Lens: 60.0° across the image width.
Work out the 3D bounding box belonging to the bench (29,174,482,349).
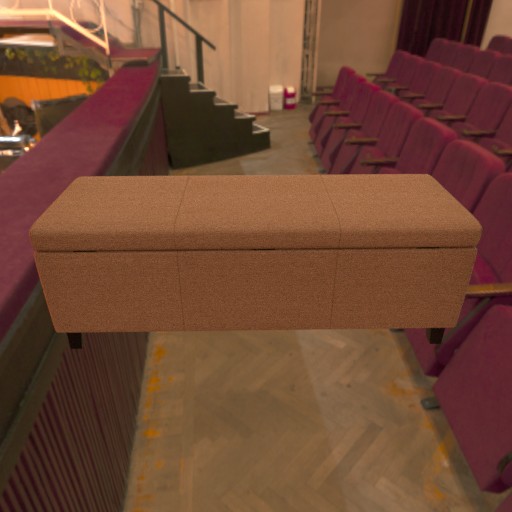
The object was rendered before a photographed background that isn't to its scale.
[{"bbox_3d":[0.000,0.000,1.487,1.269,0.438,0.446,-1,30,-1],"label":"bench"}]
